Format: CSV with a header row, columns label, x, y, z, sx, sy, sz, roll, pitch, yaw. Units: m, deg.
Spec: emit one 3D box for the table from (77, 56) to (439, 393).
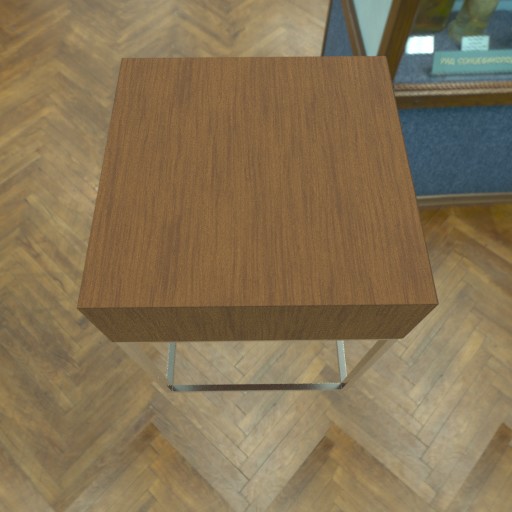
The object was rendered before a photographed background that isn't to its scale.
label,x,y,z,sx,sy,sz,roll,pitch,yaw
table,0.000,0.000,0.817,0.398,0.540,0.397,-1,63,0
